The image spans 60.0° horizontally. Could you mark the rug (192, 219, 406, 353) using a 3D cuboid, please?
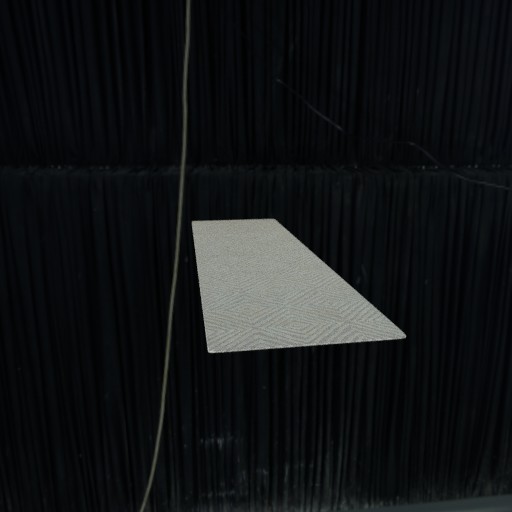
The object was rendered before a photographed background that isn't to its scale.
[{"bbox_3d":[0.000,0.000,2.540,0.676,0.008,2.277,-2,15,-9],"label":"rug"}]
